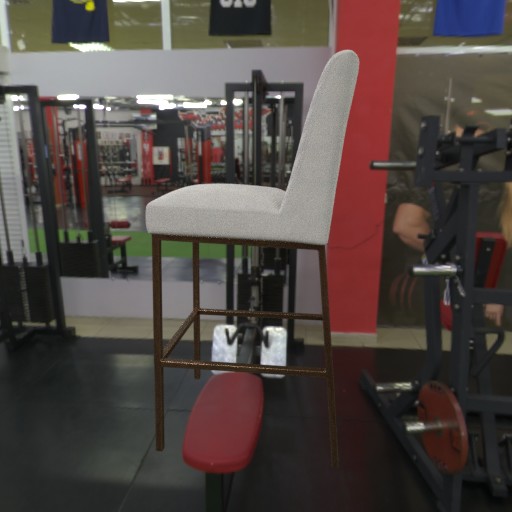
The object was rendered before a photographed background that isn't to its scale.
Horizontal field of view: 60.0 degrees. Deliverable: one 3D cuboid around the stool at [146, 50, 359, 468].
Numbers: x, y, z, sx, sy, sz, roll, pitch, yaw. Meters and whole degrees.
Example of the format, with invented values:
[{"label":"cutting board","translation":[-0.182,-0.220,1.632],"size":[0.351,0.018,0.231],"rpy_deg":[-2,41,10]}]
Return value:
[{"label":"stool","translation":[0.000,0.000,1.345],"size":[0.546,1.084,0.462],"rpy_deg":[2,14,7]}]
